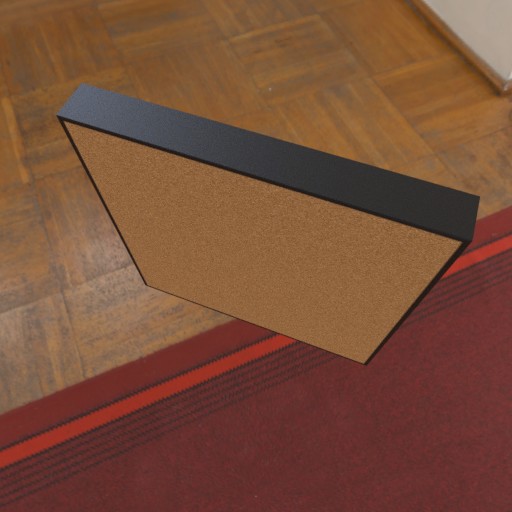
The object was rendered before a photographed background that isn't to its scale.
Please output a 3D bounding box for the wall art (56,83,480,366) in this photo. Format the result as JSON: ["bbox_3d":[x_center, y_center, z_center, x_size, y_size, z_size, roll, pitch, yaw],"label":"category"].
[{"bbox_3d":[0.000,0.000,0.444,0.304,0.303,0.037,19,63,10],"label":"wall art"}]
